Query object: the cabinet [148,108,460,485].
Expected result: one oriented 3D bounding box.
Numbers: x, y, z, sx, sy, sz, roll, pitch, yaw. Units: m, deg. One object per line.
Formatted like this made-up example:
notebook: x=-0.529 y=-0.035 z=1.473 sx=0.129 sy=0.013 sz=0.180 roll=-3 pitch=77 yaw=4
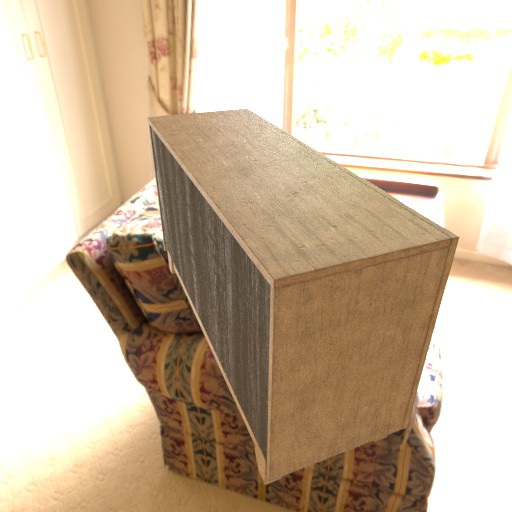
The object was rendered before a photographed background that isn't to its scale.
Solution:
cabinet: x=0.000 y=0.000 z=1.812 sx=0.511 sy=0.825 sz=1.460 roll=-12 pitch=33 yaw=-19
